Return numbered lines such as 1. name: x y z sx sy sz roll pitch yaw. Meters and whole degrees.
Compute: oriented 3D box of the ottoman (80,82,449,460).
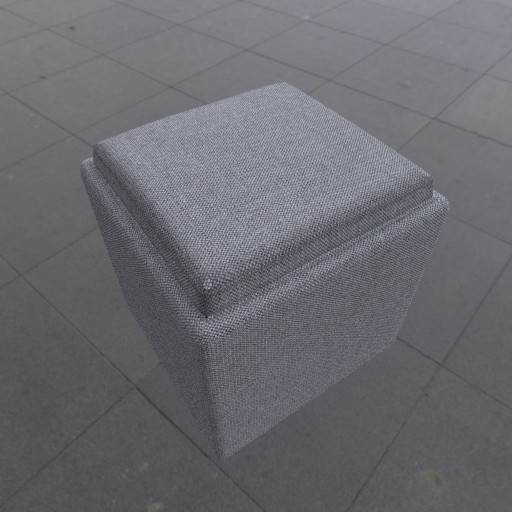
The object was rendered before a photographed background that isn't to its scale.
1. ottoman: 0.000 0.000 0.853 0.454 0.487 0.436 -26 52 -22
